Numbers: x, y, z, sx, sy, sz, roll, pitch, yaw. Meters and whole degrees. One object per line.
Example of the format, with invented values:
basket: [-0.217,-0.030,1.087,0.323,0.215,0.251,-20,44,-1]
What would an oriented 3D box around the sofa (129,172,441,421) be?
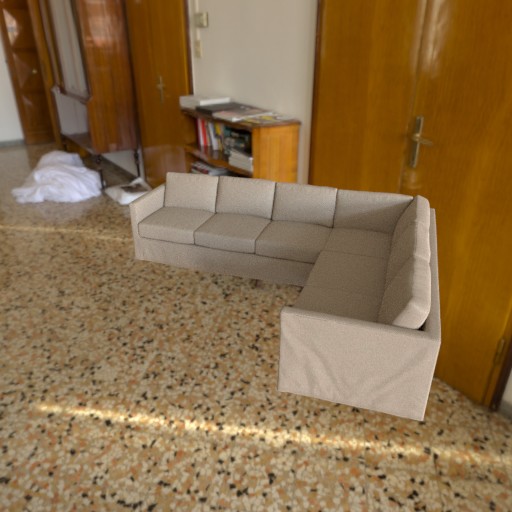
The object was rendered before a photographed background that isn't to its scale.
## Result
sofa: [0.000,0.000,4.236,3.182,0.871,2.432,9,28,17]
